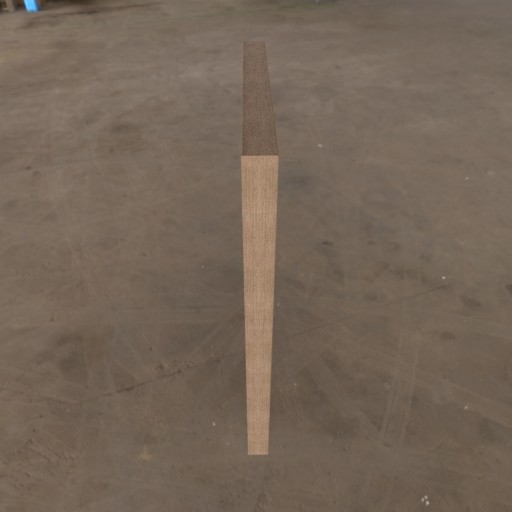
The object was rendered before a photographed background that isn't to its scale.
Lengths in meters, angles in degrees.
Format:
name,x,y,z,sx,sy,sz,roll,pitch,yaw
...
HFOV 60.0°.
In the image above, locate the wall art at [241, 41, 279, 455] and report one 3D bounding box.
name,x,y,z,sx,sy,sz,roll,pitch,yaw
wall art,0.000,0.000,0.664,0.031,0.509,0.356,-1,40,-1
